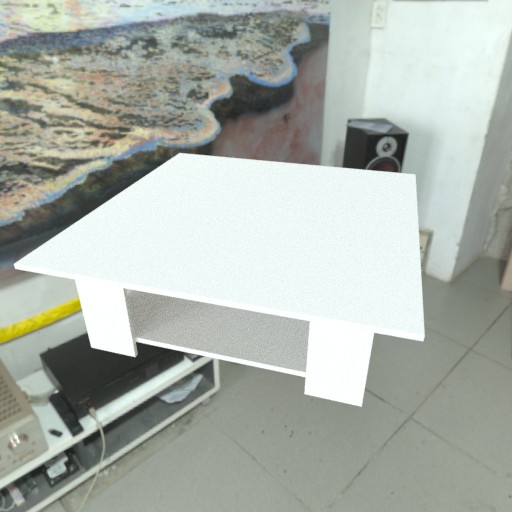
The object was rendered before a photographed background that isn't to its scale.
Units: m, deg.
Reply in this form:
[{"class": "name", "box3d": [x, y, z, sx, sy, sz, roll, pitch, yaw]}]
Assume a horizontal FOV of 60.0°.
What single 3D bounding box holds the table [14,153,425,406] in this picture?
[{"class": "table", "box3d": [0.000, 0.000, 1.347, 0.890, 0.305, 0.890, 8, 31, 14]}]
